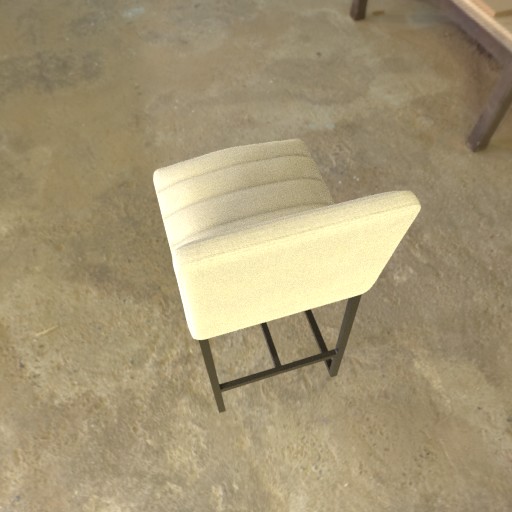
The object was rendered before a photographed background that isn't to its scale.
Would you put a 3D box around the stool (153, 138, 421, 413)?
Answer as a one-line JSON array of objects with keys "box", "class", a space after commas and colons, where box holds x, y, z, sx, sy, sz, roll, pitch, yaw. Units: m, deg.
[{"box": [0.000, 0.000, 1.273, 0.459, 0.971, 0.567, -15, 59, -9], "class": "stool"}]
